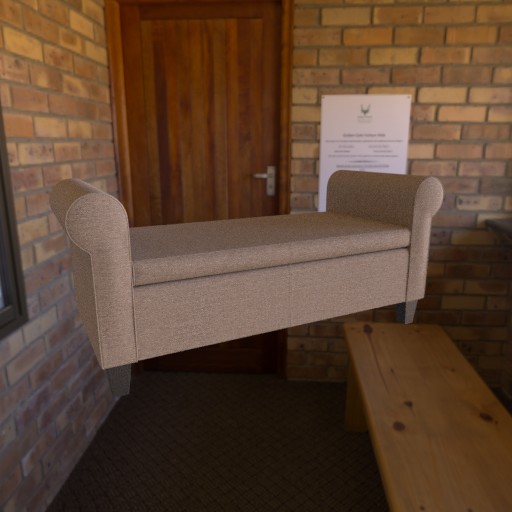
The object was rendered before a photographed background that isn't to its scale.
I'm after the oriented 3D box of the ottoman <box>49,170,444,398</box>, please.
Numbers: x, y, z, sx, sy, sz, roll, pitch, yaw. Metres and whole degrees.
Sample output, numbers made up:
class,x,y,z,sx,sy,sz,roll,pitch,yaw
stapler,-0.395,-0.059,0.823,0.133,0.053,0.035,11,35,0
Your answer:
class,x,y,z,sx,sy,sz,roll,pitch,yaw
ottoman,0.000,0.000,1.560,1.256,0.547,0.521,-7,16,-27
